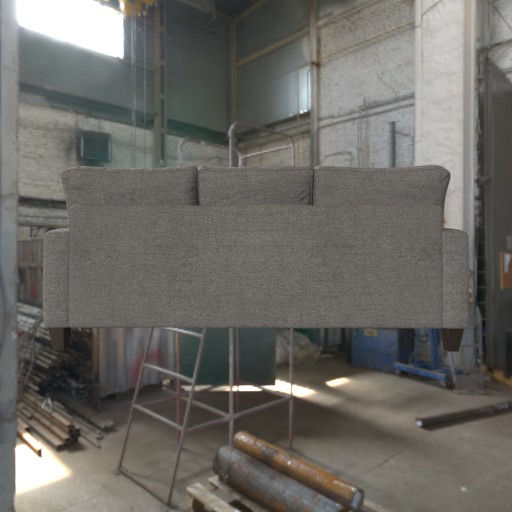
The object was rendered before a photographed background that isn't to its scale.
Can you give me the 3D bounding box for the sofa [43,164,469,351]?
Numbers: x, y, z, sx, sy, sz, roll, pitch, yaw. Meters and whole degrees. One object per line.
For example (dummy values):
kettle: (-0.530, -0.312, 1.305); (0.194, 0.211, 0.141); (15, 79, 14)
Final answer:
sofa: (0.000, 0.000, 2.668); (2.158, 0.965, 0.951); (0, 0, 1)
